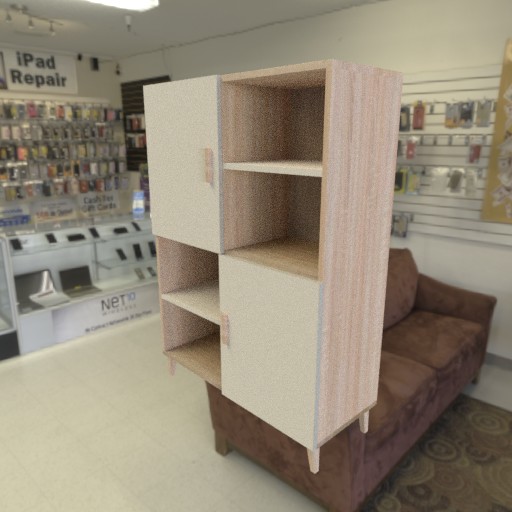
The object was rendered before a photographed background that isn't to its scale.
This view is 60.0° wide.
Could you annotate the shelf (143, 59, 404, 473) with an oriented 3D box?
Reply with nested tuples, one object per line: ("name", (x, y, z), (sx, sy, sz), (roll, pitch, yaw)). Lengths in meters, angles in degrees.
("shelf", (0.000, 0.000, 1.888), (0.434, 1.405, 0.995), (-14, 21, -42))
